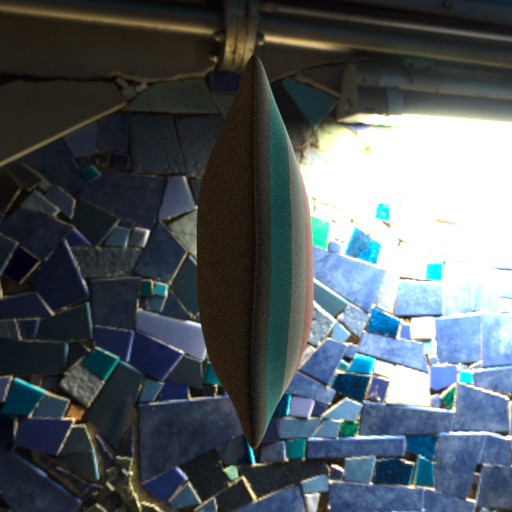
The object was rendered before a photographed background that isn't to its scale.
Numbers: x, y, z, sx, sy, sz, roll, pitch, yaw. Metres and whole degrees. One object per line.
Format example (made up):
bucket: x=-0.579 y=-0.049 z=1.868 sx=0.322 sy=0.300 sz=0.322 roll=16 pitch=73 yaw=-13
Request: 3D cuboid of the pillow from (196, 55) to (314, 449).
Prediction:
pillow: x=0.000 y=0.000 z=0.710 sx=0.168 sy=0.443 sz=0.453 roll=0 pitch=-1 yaw=1
